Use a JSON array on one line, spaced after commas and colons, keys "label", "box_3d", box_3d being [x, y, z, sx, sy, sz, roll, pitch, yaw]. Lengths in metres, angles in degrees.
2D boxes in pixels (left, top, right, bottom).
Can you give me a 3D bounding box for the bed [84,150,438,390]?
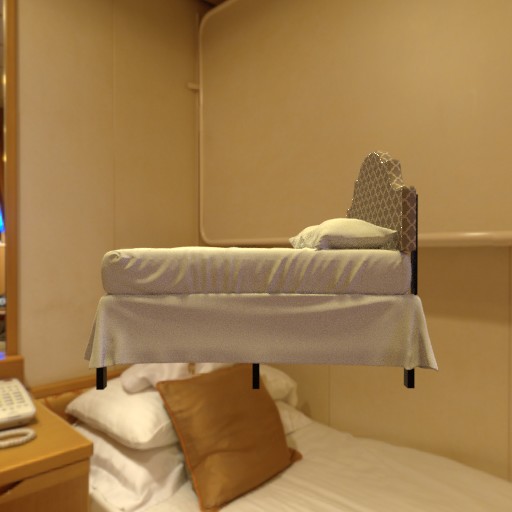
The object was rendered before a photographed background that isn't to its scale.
[{"label": "bed", "box_3d": [0.000, 0.000, 3.507, 2.222, 1.633, 1.780, 0, 1, -1]}]
